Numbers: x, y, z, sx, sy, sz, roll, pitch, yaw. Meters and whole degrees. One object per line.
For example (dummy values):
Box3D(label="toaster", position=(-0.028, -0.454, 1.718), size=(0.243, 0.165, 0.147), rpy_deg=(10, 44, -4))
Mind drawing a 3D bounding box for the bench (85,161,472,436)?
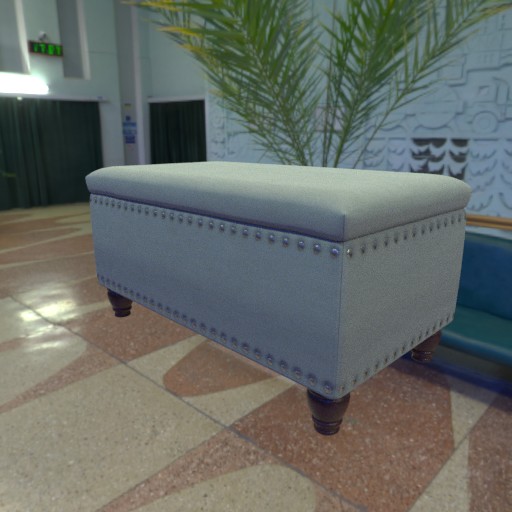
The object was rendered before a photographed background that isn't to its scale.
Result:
Box3D(label="bench", position=(0.000, 0.000, 1.176), size=(0.500, 0.449, 0.887), rpy_deg=(-14, 21, -43))
